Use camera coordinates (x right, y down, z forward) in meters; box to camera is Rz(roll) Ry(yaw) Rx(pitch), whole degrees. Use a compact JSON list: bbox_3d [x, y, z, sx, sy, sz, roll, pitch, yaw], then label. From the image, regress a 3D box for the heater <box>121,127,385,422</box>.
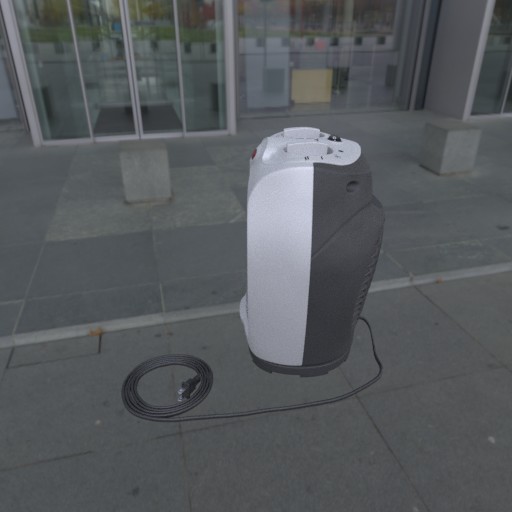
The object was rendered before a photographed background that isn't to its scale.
[{"bbox_3d":[0.000,0.000,0.488,0.291,0.255,0.239,0,28,0],"label":"heater"}]
